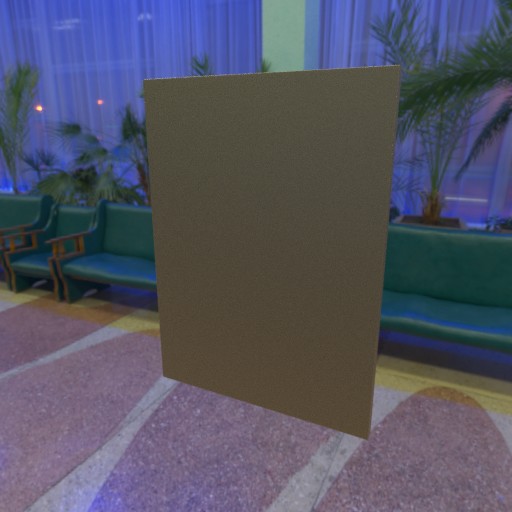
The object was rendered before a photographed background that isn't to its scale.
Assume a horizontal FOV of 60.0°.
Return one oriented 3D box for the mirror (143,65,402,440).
[{"bbox_3d":[0.000,0.000,1.339,0.756,1.023,0.032,8,18,26],"label":"mirror"}]
